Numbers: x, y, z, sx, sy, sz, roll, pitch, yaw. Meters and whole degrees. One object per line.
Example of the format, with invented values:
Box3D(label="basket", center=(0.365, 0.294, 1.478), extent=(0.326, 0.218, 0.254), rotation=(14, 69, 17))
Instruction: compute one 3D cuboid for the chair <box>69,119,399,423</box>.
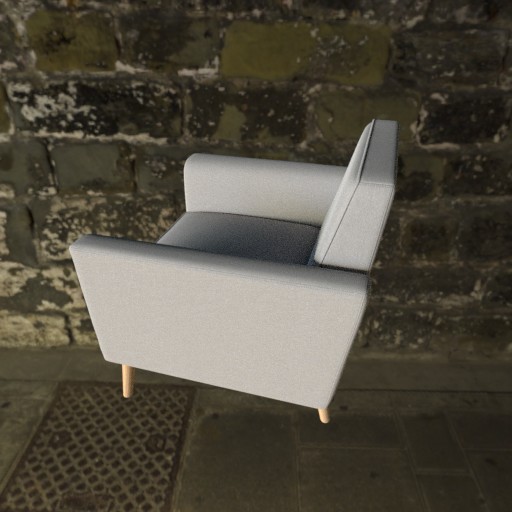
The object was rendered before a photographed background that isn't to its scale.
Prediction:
Box3D(label="chair", center=(0.000, 0.000, 1.398), extent=(0.750, 0.780, 0.780), rotation=(8, 31, 14))
